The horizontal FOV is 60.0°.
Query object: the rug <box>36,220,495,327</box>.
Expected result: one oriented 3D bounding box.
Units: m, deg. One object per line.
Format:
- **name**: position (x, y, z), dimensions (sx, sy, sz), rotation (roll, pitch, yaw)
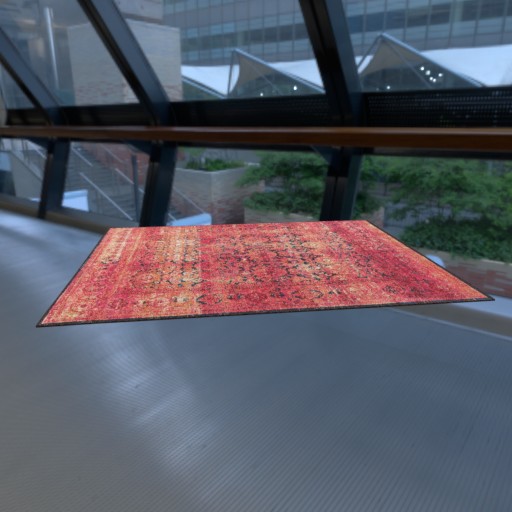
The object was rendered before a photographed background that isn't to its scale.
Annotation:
- **rug**: position (0.000, 0.000, 4.021), dimensions (3.032, 0.020, 2.411), rotation (-2, 18, -7)
